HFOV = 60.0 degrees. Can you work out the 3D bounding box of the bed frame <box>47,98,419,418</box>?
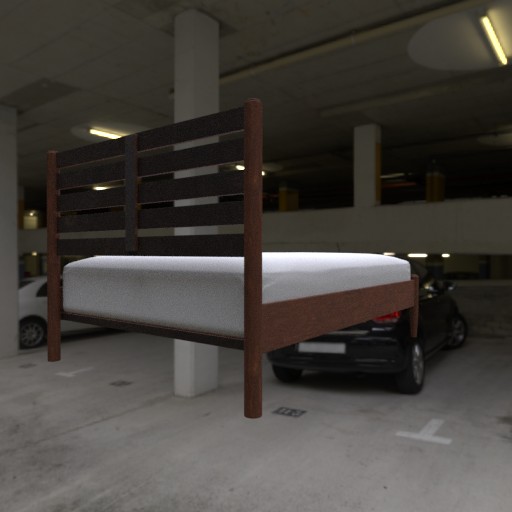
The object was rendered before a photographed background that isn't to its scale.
[{"bbox_3d":[0.000,0.000,3.193,1.655,1.321,2.234,0,1,37],"label":"bed frame"}]
